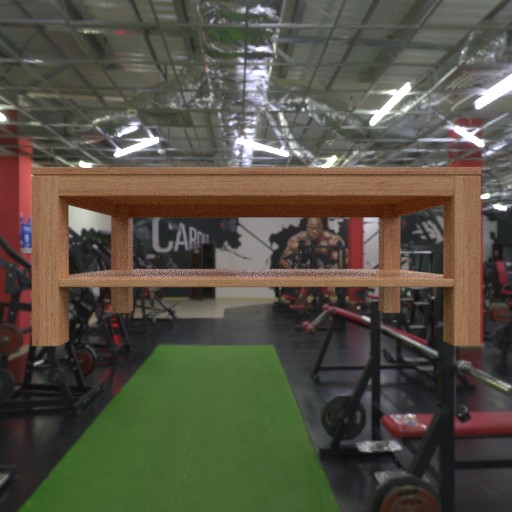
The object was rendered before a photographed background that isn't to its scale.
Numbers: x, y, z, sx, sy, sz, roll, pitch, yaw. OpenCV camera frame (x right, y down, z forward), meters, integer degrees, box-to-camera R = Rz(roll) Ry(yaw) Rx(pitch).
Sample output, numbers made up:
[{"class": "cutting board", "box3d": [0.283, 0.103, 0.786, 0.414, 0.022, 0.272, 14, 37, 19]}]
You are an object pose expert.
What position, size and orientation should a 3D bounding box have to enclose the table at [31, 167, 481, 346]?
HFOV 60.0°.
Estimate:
[{"class": "table", "box3d": [0.000, 0.000, 1.476, 1.146, 0.457, 0.695, 0, 0, 0]}]
